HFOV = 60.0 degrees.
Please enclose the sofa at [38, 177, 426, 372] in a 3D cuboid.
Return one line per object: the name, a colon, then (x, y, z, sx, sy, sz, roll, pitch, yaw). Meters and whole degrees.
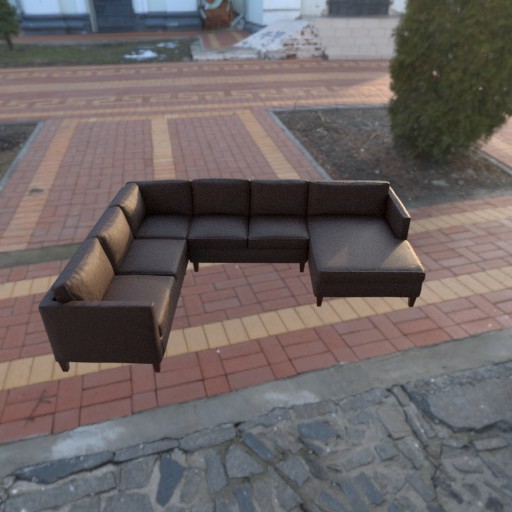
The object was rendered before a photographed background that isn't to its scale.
sofa: (0.000, 0.000, 4.699, 3.460, 0.923, 2.593, 0, 31, 0)
